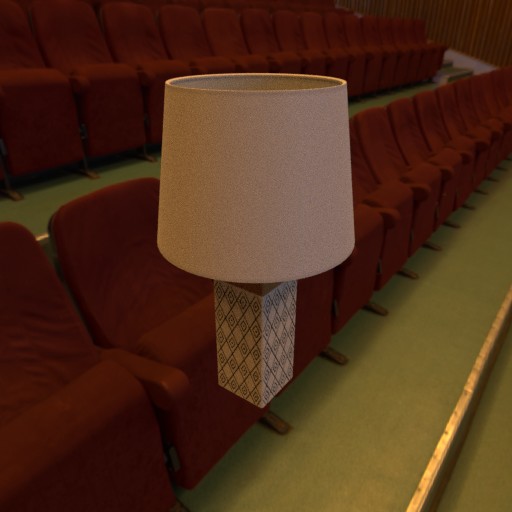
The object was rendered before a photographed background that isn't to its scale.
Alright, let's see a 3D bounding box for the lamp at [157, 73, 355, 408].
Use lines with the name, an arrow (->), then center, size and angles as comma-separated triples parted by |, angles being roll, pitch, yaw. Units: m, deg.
lamp -> 0.000, 0.000, 0.589 | 0.251, 0.435, 0.251 | 0, 27, 0
